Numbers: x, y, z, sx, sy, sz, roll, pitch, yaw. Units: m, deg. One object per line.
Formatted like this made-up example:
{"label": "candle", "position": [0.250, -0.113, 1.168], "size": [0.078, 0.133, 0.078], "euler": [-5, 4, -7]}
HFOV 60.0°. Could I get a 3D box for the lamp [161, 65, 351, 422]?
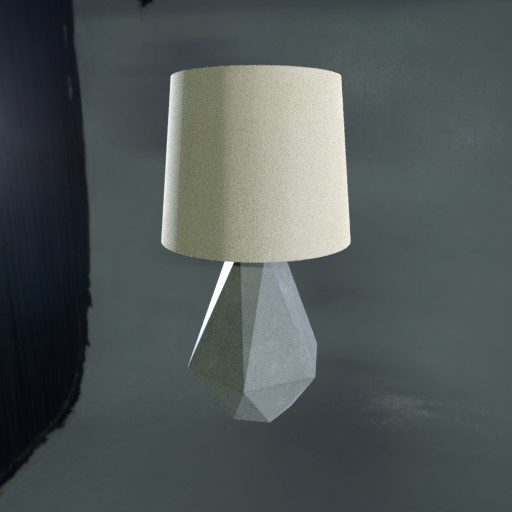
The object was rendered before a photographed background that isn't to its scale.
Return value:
{"label": "lamp", "position": [0.000, 0.000, 0.668], "size": [0.276, 0.501, 0.276], "euler": [0, 15, 0]}
